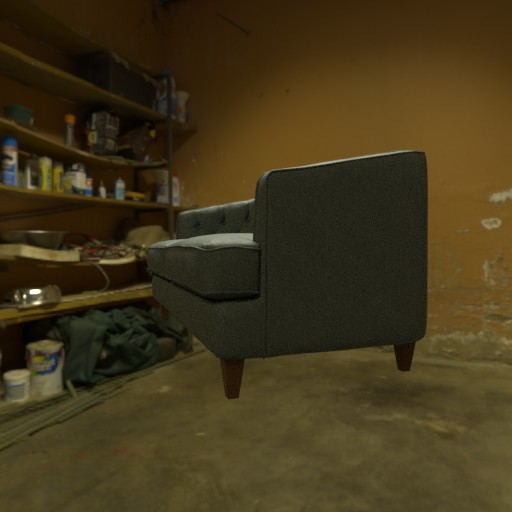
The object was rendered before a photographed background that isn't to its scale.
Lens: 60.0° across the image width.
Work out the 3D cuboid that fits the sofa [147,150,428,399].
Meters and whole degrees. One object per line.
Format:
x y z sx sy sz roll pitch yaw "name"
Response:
0.000 0.000 2.239 0.941 0.855 1.733 0 1 -19 "sofa"
